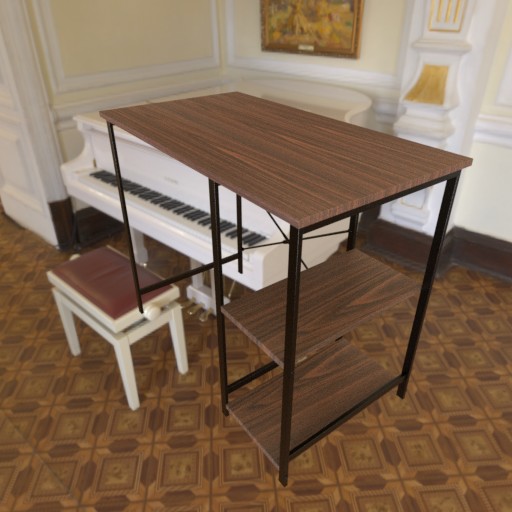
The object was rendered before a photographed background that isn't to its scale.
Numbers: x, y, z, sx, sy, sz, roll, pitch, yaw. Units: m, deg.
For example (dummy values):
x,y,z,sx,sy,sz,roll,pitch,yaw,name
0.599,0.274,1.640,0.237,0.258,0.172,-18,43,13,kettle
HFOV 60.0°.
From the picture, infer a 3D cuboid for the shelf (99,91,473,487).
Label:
x,y,z,sx,sy,sz,roll,pitch,yaw,name
0.000,0.000,1.331,0.498,0.750,0.902,-21,37,-31,shelf
